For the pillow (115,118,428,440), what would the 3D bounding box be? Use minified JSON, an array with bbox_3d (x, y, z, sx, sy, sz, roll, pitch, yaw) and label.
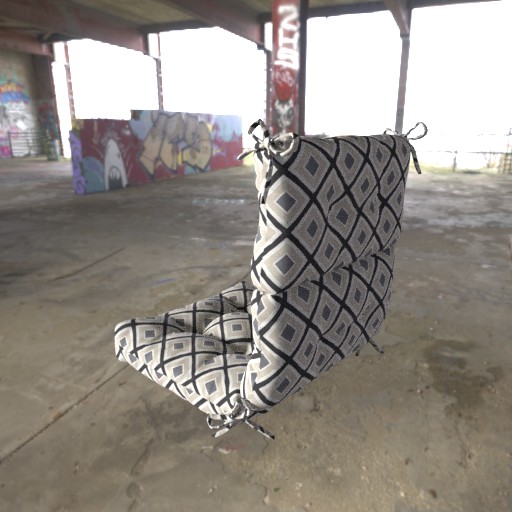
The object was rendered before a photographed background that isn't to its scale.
[{"bbox_3d":[0.000,0.000,1.034,0.571,0.605,0.519,14,22,40],"label":"pillow"}]
